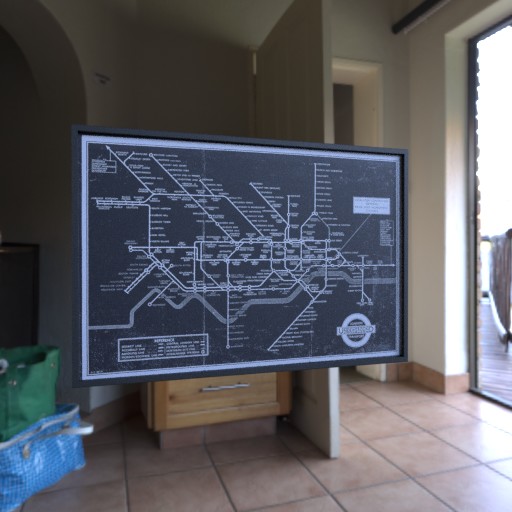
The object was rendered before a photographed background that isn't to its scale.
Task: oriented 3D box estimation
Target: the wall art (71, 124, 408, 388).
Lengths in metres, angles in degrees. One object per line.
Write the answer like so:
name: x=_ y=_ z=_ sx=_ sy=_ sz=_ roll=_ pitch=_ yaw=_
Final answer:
wall art: x=0.000 y=0.000 z=0.577 sx=0.443 sy=0.301 sz=0.021 roll=0 pitch=0 yaw=-16
